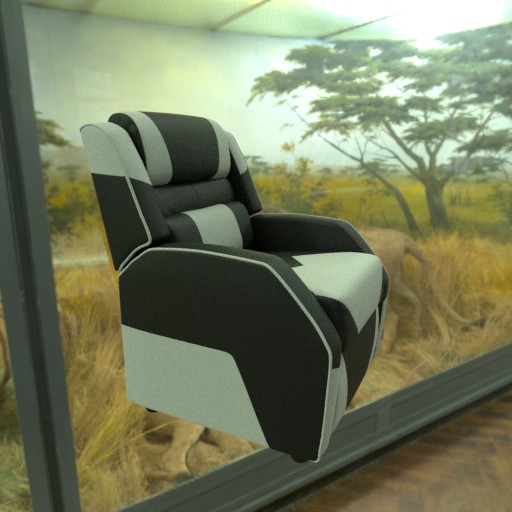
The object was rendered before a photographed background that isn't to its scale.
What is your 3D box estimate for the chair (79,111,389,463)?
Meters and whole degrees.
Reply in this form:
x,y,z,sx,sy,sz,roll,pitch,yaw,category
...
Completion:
x,y,z,sx,sy,sz,roll,pitch,yaw,category
0.000,0.000,1.285,0.672,0.805,0.620,7,16,26,chair
